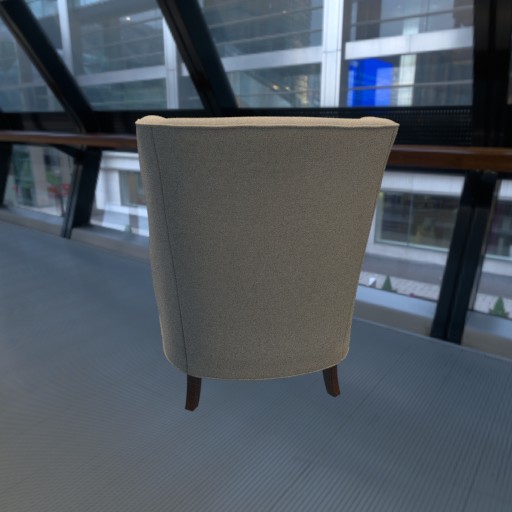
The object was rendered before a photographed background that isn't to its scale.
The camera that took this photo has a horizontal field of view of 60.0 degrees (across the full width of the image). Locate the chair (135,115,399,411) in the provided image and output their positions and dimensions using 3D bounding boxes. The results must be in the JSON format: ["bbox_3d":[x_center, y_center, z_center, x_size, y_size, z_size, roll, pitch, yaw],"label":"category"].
[{"bbox_3d":[0.000,0.000,1.750,0.838,1.040,0.966,-3,16,-9],"label":"chair"}]
